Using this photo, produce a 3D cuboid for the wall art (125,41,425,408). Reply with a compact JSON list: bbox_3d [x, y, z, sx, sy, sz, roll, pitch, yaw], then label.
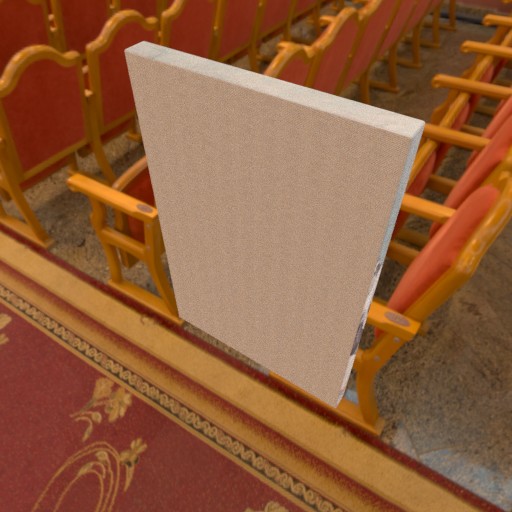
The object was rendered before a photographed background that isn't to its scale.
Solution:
[{"bbox_3d":[0.000,0.000,1.129,0.609,0.911,0.061,26,51,23],"label":"wall art"}]
